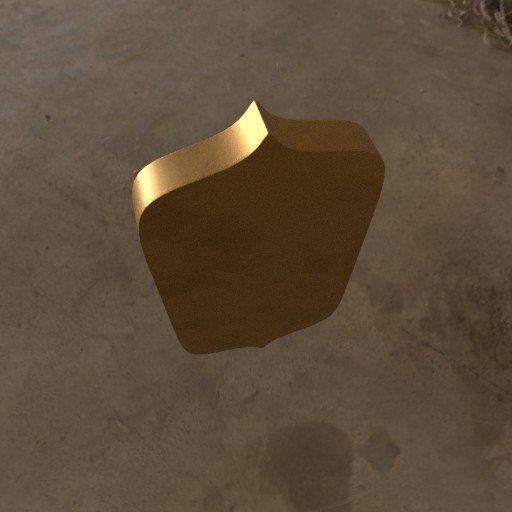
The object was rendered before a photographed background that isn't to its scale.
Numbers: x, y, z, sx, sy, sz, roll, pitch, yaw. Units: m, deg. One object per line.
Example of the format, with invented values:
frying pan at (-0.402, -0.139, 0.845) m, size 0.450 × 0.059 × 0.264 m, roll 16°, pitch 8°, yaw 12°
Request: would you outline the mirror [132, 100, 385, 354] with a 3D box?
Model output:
mirror at (0.000, 0.000, 0.727) m, size 0.323 × 0.613 × 0.096 m, roll -14°, pitch 59°, yaw -8°
